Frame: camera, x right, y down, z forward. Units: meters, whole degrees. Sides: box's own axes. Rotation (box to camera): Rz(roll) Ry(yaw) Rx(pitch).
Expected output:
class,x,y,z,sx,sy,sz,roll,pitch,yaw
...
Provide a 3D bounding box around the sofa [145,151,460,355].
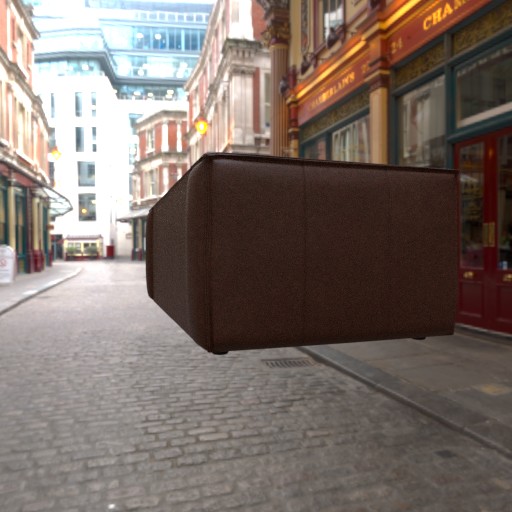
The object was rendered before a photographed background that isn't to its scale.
class,x,y,z,sx,sy,sz,roll,pitch,yaw
sofa,0.000,0.000,2.564,1.102,0.703,2.088,0,0,-19
